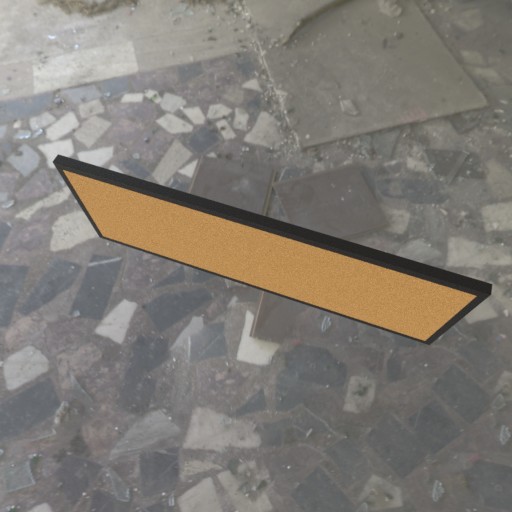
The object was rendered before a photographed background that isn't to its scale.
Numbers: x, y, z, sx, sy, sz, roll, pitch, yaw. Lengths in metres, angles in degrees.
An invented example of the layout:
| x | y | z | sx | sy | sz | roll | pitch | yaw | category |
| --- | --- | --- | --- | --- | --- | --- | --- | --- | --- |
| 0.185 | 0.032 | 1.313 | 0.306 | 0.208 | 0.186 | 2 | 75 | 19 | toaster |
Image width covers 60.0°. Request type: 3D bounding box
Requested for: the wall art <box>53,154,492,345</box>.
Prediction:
| x | y | z | sx | sy | sz | roll | pitch | yaw | category |
| --- | --- | --- | --- | --- | --- | --- | --- | --- | --- |
| 0.000 | 0.000 | 1.759 | 1.572 | 0.554 | 0.041 | 17 | 64 | 9 | wall art |
